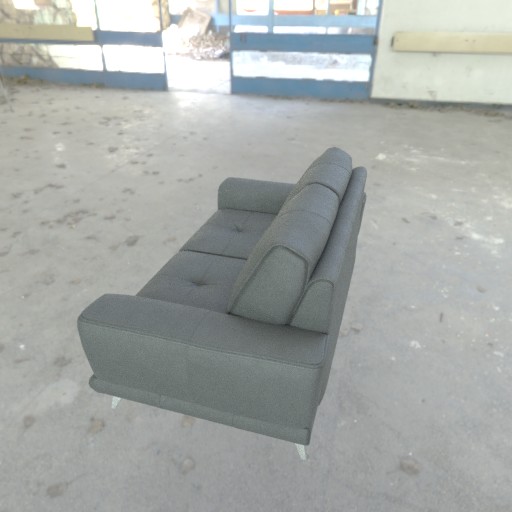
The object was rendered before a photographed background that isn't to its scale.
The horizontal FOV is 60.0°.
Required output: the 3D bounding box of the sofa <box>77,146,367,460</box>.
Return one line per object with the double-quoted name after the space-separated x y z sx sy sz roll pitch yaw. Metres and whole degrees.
0.000 0.000 2.414 1.018 0.907 1.806 9 31 15 "sofa"
